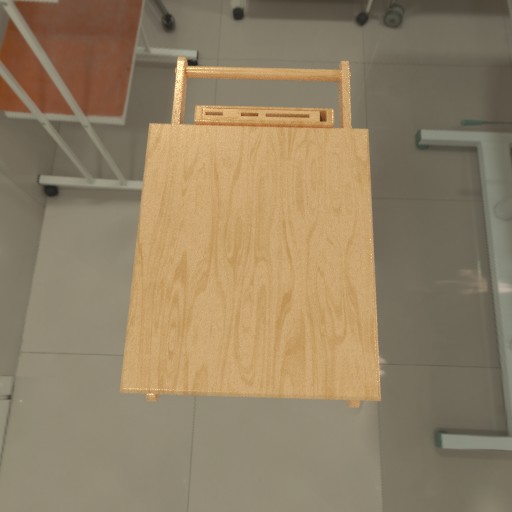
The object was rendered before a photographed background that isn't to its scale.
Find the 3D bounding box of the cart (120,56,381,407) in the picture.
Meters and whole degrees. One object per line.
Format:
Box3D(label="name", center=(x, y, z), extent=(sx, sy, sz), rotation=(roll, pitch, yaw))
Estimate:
Box3D(label="cart", center=(0.000, 0.000, 1.373), extent=(0.520, 0.816, 0.843), rotation=(2, 74, 0))
